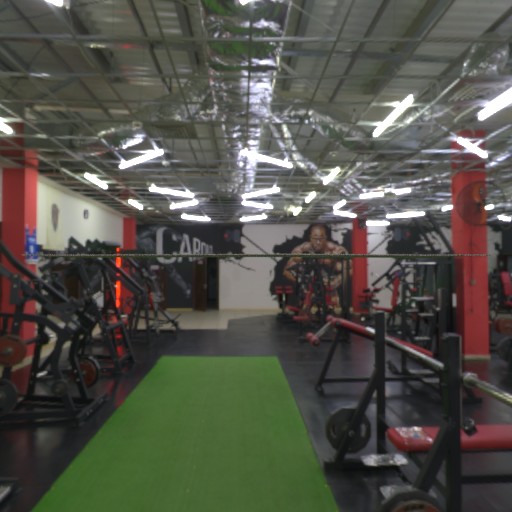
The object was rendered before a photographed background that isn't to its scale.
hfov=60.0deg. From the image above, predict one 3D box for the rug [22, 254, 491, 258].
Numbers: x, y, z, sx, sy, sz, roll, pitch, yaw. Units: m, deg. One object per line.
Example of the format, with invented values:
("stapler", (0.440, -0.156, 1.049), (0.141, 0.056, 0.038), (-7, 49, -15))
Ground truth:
("rug", (0.000, 0.000, 2.543), (2.335, 0.013, 0.697), (0, -1, 0))
